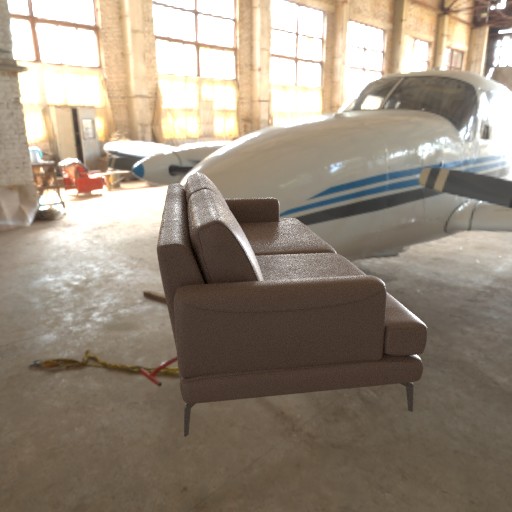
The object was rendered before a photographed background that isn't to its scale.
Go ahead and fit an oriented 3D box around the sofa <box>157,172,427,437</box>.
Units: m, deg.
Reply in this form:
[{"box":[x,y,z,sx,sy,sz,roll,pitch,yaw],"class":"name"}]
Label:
[{"box":[0.000,0.000,2.440,0.974,0.765,1.940,-3,17,-9],"class":"sofa"}]
